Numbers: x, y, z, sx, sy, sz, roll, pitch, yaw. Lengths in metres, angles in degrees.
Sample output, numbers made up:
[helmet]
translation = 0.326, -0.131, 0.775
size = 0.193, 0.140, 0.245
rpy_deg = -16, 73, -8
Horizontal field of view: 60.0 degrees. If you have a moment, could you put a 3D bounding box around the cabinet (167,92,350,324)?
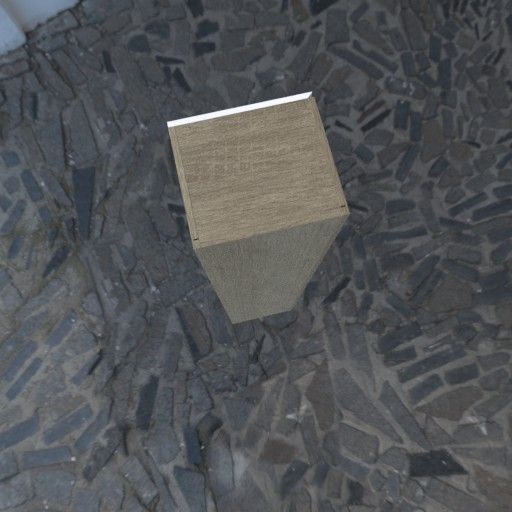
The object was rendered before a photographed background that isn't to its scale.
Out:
[cabinet]
translation = 0.000, 0.000, 1.536
size = 0.300, 1.400, 0.270
rpy_deg = -13, 76, -3
